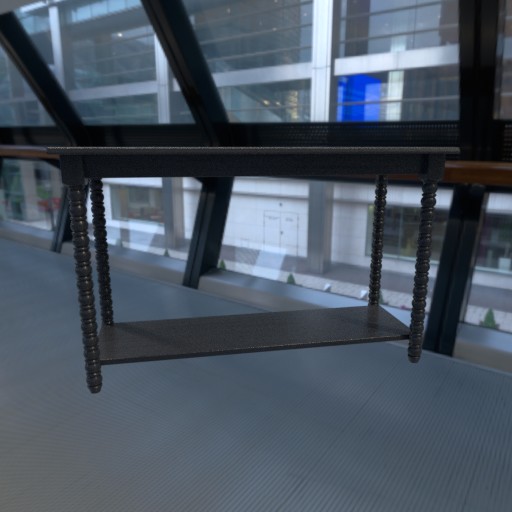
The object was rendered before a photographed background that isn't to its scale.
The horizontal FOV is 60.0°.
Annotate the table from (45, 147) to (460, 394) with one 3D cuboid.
[{"bbox_3d":[0.000,0.000,1.541,1.184,0.735,0.459,-3,14,-10],"label":"table"}]
